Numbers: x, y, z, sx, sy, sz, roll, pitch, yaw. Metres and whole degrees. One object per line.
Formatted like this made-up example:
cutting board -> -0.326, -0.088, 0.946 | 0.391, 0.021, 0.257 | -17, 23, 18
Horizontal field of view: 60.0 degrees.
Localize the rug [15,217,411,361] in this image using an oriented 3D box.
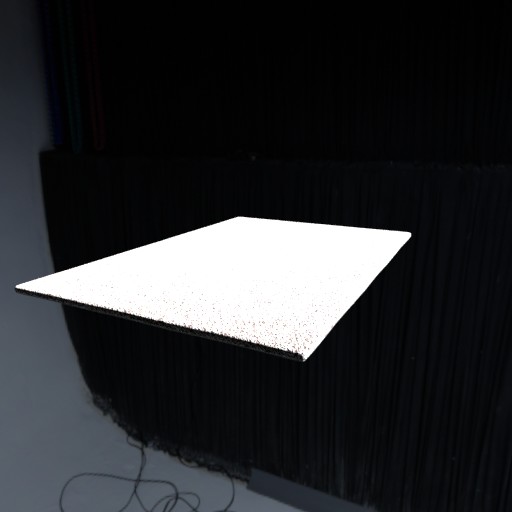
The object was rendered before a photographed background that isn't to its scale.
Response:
rug -> 0.000, 0.000, 2.223 | 1.219, 0.030, 1.778 | 8, 17, 26
